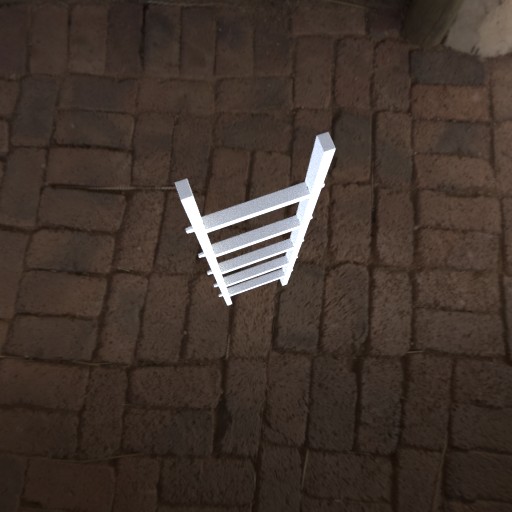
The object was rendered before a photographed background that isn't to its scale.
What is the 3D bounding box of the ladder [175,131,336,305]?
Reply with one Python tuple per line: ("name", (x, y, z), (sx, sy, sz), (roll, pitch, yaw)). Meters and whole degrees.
("ladder", (0.000, 0.000, 1.958), (0.452, 1.797, 0.051), (-19, 76, -5))
